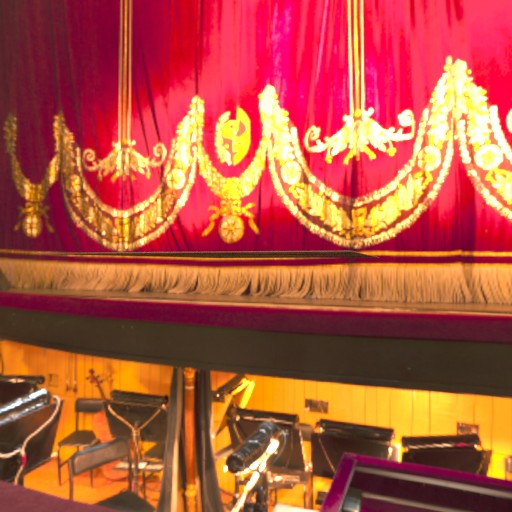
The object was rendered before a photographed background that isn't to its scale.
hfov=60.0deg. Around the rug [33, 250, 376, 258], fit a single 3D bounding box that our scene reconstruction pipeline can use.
[{"bbox_3d":[0.000,0.000,3.031,1.566,0.004,2.363,0,-1,19],"label":"rug"}]
